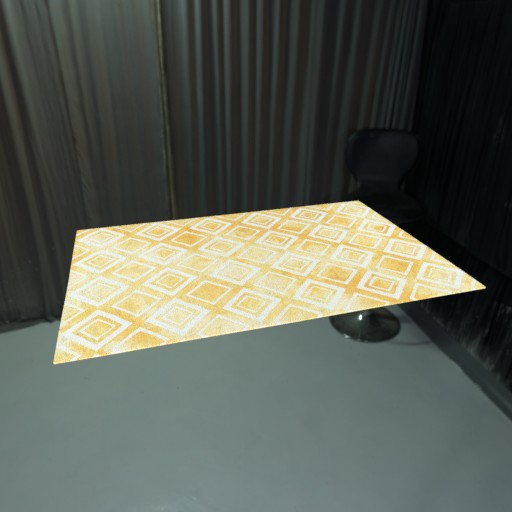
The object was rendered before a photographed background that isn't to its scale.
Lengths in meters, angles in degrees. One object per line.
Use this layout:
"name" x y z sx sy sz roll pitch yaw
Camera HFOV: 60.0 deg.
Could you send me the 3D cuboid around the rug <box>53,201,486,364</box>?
"rug" 0.000 0.000 2.294 1.829 0.010 1.213 -8 28 -15
